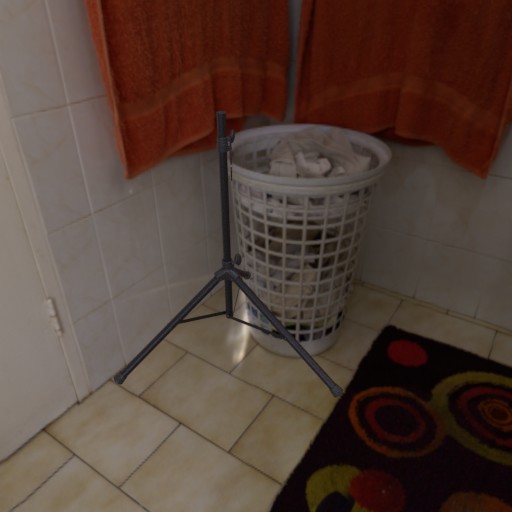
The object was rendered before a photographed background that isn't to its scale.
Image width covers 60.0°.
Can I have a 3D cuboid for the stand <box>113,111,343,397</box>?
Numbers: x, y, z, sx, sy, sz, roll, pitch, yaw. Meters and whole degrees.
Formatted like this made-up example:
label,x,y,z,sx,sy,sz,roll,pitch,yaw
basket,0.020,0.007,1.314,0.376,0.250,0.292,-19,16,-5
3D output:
label,x,y,z,sx,sy,sz,roll,pitch,yaw
stand,0.000,0.000,1.852,0.907,1.136,1.045,21,37,30
